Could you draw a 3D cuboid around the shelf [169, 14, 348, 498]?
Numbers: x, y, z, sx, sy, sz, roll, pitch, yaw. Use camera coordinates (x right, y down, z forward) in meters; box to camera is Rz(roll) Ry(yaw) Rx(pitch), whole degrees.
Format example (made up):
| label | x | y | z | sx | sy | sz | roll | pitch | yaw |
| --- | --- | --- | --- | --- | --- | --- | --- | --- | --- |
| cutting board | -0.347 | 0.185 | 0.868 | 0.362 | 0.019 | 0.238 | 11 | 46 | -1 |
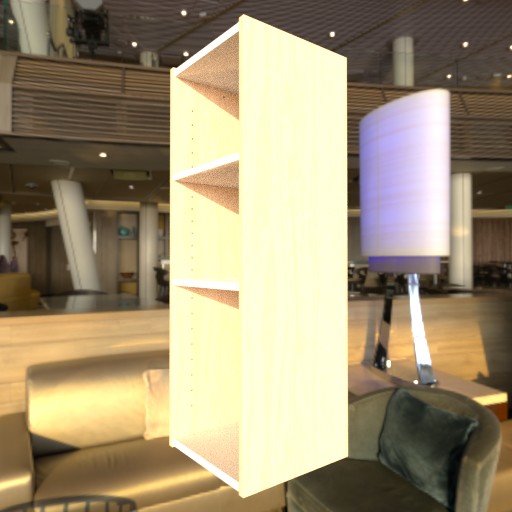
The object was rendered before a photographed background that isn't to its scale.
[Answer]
| label | x | y | z | sx | sy | sz | roll | pitch | yaw |
| --- | --- | --- | --- | --- | --- | --- | --- | --- | --- |
| shelf | 0.000 | 0.000 | 1.031 | 0.290 | 0.900 | 0.300 | 1 | -1 | -38 |
